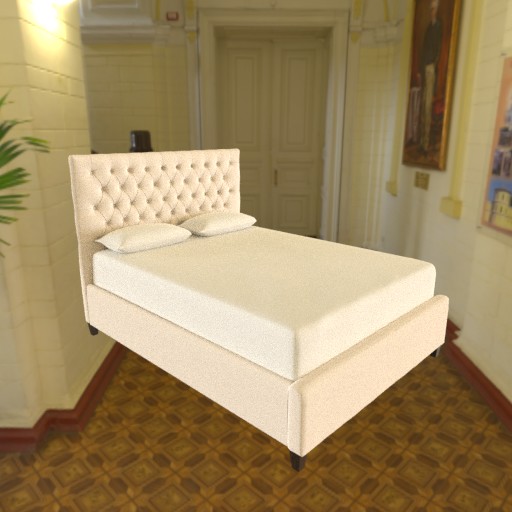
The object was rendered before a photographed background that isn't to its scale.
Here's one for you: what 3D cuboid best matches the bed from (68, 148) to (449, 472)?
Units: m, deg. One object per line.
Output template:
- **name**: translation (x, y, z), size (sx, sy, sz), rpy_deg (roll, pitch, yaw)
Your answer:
- **bed**: translation (0.000, 0.000, 3.245), size (2.233, 1.426, 1.696), rpy_deg (15, 22, 42)
